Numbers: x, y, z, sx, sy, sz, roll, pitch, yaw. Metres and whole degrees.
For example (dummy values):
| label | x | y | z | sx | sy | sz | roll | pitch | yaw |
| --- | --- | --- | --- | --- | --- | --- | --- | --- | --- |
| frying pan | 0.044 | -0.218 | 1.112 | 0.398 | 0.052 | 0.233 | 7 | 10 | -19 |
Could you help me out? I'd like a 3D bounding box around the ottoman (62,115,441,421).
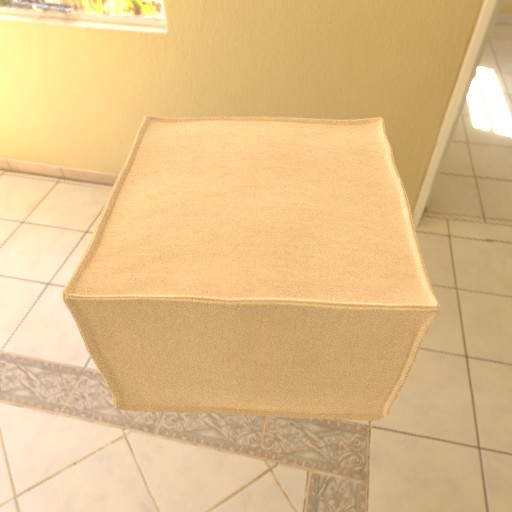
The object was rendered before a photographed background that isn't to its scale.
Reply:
| label | x | y | z | sx | sy | sz | roll | pitch | yaw |
| --- | --- | --- | --- | --- | --- | --- | --- | --- | --- |
| ottoman | 0.000 | 0.000 | 1.155 | 0.707 | 0.470 | 0.696 | 2 | 46 | 2 |
